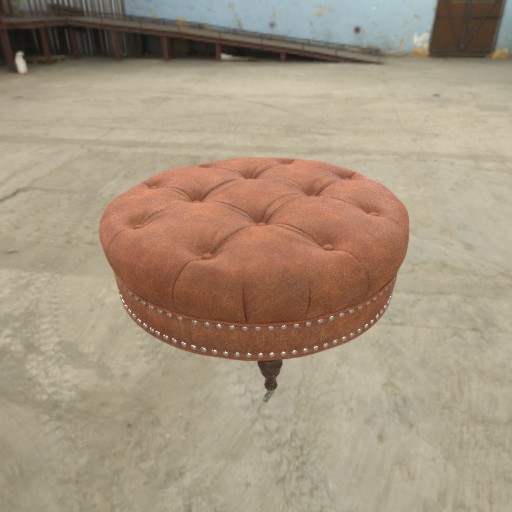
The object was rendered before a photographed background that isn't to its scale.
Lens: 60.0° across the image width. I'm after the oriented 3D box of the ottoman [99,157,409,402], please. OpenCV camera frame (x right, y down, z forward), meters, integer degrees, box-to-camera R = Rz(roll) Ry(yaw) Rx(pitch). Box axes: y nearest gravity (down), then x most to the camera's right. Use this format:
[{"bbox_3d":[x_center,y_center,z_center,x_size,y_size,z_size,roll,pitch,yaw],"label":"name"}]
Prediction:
[{"bbox_3d":[0.000,0.000,1.392,0.901,0.444,0.901,0,29,0],"label":"ottoman"}]
